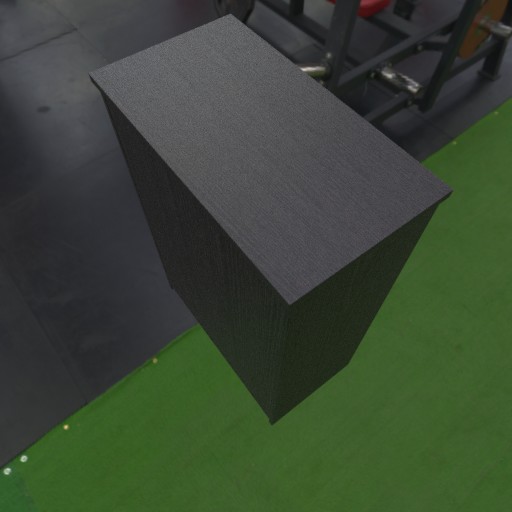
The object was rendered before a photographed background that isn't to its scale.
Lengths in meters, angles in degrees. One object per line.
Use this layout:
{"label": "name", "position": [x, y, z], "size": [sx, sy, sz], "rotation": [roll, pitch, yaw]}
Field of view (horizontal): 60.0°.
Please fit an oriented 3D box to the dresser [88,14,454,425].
{"label": "dresser", "position": [0.000, 0.000, 1.330], "size": [0.399, 1.020, 0.704], "rotation": [-33, 64, -18]}
